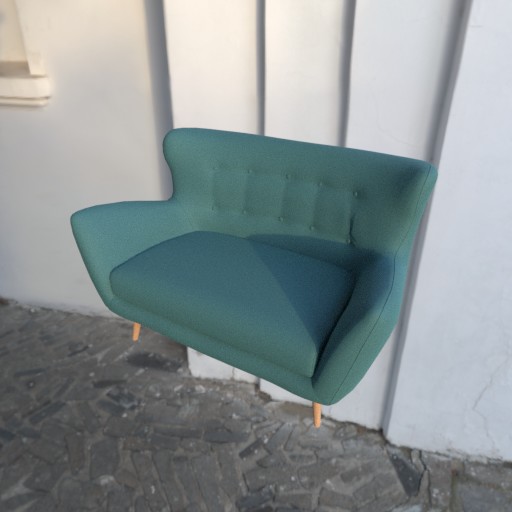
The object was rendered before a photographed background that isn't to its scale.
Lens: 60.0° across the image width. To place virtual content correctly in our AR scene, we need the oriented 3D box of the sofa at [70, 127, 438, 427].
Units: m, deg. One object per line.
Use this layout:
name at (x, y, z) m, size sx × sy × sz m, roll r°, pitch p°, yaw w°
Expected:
sofa at (0.000, 0.000, 1.965) m, size 1.397 × 0.889 × 0.889 m, roll 16°, pitch 32°, yaw 28°
